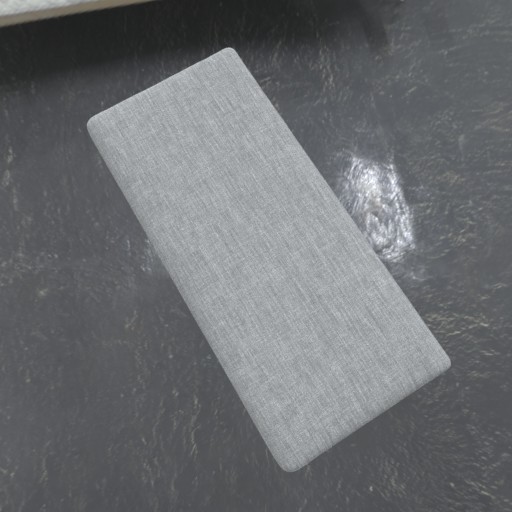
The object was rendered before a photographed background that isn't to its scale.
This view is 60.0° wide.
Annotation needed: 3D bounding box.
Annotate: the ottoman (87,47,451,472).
[{"bbox_3d":[0.000,0.000,1.136,0.419,0.432,0.902,-31,78,-7],"label":"ottoman"}]
